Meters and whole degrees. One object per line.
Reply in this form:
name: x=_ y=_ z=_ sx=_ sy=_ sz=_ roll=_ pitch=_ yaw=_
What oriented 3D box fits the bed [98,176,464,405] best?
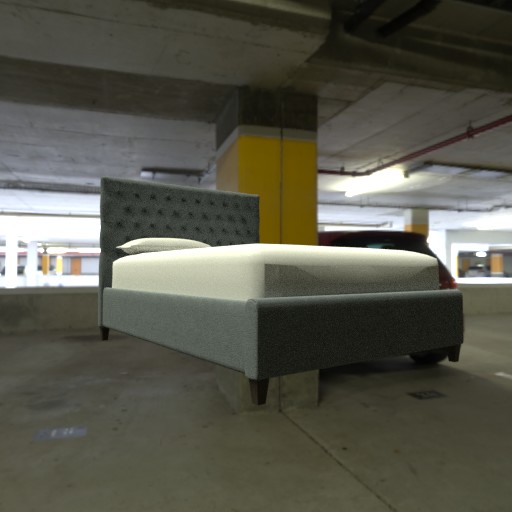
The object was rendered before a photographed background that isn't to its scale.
bed: x=0.000 y=0.000 z=3.374 sx=1.698 sy=1.411 sz=2.335 roll=1 pitch=-2 yaw=-36
